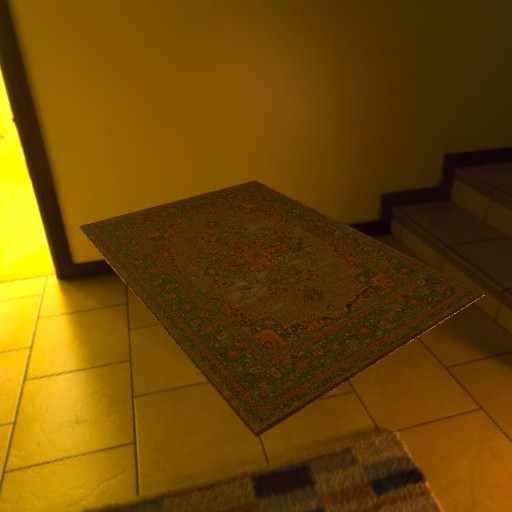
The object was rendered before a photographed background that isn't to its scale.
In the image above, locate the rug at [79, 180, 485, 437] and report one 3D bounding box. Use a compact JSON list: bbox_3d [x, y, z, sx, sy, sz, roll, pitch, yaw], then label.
[{"bbox_3d":[0.000,0.000,2.874,1.609,0.013,2.214,-20,36,-30],"label":"rug"}]
